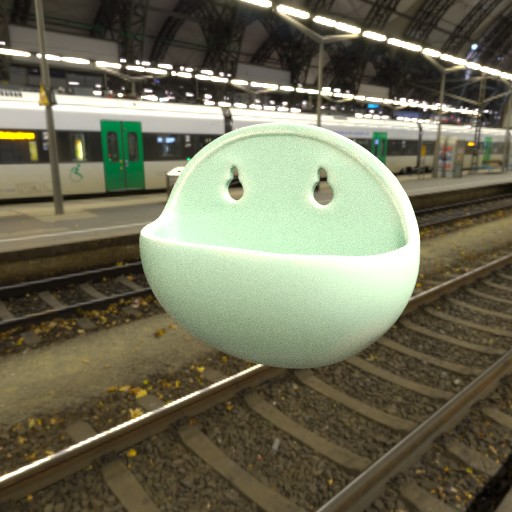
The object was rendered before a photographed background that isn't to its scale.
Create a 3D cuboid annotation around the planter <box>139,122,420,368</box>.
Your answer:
[{"bbox_3d":[0.000,0.000,0.278,0.189,0.164,0.073,7,15,25],"label":"planter"}]
